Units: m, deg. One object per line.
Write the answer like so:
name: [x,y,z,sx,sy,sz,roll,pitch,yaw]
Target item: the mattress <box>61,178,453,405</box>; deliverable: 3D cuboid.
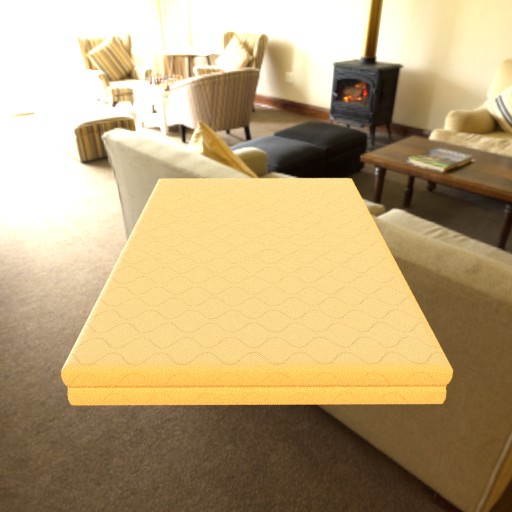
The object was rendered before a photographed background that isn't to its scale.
mattress: [0.000,0.000,2.426,1.400,0.200,1.900,0,31,0]
